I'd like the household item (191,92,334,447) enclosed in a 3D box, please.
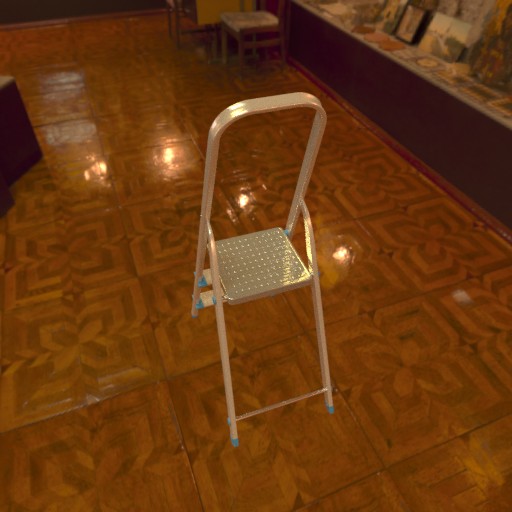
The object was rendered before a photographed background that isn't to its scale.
[{"bbox_3d":[0.000,0.000,1.522,0.420,1.215,0.687,-13,45,-14],"label":"household item"}]
